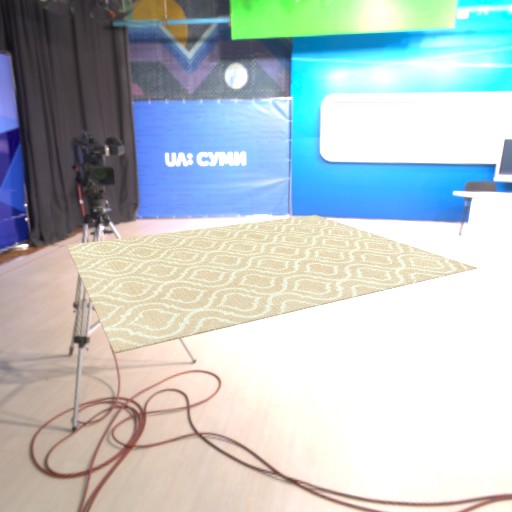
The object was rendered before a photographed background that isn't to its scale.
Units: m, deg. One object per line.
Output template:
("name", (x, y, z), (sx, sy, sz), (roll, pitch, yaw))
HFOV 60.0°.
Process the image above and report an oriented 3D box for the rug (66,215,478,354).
("rug", (0.000, 0.000, 3.927), (2.894, 0.013, 2.286), (-9, 20, -27))
